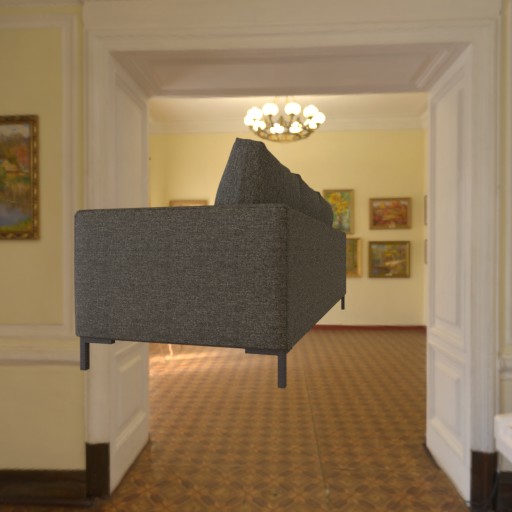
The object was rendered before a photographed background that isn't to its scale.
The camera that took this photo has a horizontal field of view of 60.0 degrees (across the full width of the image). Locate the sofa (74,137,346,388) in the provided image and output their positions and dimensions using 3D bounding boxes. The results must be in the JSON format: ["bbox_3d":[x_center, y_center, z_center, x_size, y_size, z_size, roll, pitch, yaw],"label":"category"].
[{"bbox_3d":[0.000,0.000,2.663,0.876,0.879,2.253,0,0,17],"label":"sofa"}]
